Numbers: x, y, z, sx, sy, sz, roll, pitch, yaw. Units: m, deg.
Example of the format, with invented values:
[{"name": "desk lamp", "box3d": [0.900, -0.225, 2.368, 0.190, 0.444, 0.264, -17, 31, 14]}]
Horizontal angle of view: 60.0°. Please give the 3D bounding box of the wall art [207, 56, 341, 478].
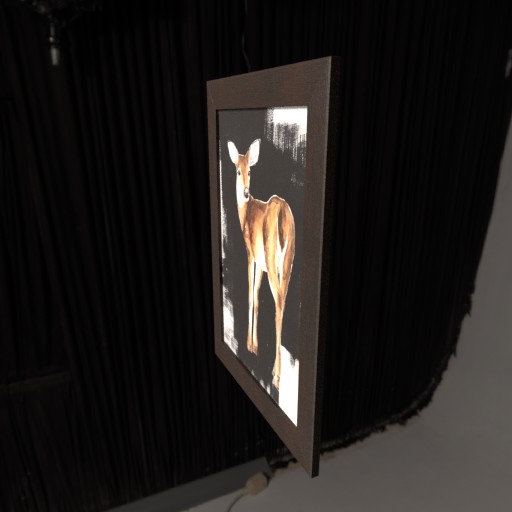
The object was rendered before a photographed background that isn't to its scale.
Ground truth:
[{"name": "wall art", "box3d": [0.000, 0.000, 0.660, 0.013, 0.508, 0.359, -8, 19, -24]}]
